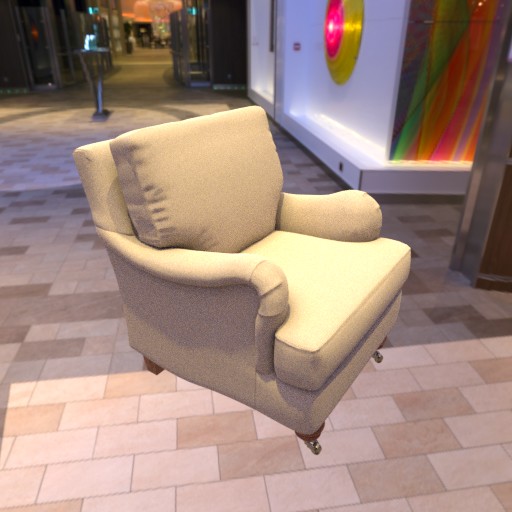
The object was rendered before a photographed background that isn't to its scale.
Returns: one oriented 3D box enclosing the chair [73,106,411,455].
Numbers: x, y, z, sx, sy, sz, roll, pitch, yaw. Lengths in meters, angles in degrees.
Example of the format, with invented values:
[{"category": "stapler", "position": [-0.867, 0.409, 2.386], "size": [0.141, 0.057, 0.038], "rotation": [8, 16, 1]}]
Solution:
[{"category": "chair", "position": [0.000, 0.000, 1.838], "size": [1.078, 1.076, 0.895], "rotation": [17, 31, 31]}]
